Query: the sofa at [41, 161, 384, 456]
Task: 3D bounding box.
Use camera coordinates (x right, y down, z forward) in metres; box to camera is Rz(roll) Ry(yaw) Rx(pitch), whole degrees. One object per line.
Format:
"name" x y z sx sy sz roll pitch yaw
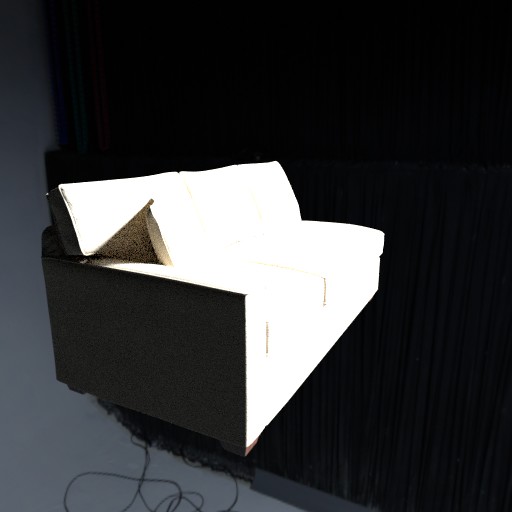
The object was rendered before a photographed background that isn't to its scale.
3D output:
"sofa" 0.000 0.000 2.491 1.034 0.946 1.962 8 17 27
